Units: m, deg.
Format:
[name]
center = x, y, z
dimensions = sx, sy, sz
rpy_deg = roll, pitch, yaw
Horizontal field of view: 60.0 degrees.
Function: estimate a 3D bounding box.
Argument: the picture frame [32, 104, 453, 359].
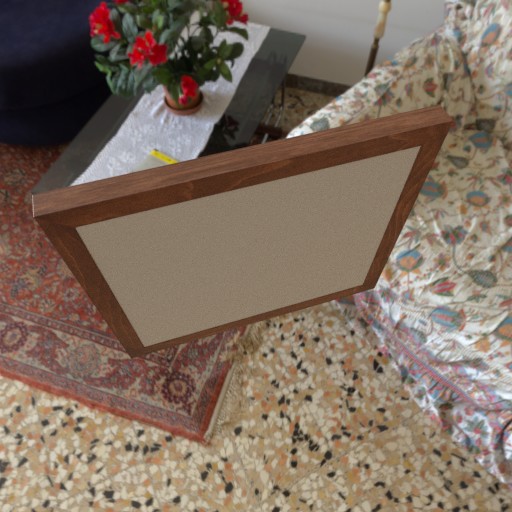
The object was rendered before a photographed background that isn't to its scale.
[picture frame]
center = 0.000, 0.000, 0.531
dimensions = 0.381, 0.330, 0.025
rpy_deg = -15, 59, -9
